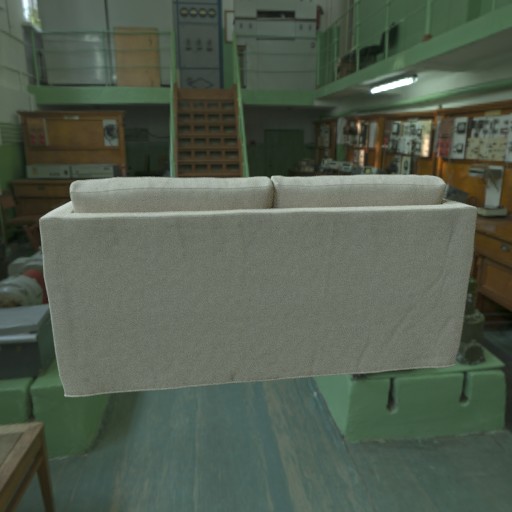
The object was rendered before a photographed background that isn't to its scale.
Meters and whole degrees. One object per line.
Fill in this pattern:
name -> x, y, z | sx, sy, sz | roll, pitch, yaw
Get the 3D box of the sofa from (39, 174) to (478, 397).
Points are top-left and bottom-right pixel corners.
sofa -> 0.000, 0.000, 2.190 | 1.719, 0.835, 0.962 | -2, 15, -8
